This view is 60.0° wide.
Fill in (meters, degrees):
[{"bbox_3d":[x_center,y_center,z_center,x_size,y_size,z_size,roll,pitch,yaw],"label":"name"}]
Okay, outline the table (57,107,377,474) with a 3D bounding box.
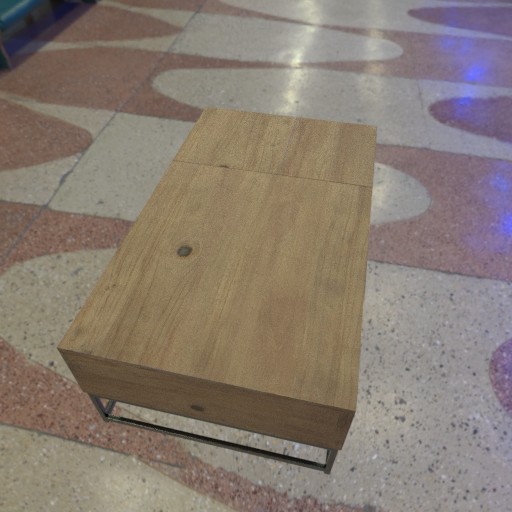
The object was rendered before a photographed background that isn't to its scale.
[{"bbox_3d":[0.000,0.000,1.433,0.655,0.395,1.101,9,47,9],"label":"table"}]
